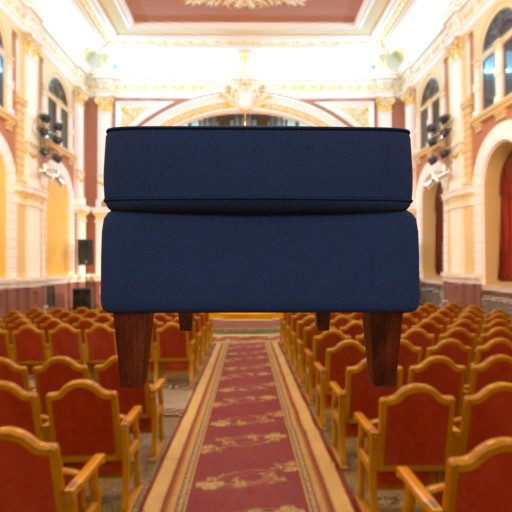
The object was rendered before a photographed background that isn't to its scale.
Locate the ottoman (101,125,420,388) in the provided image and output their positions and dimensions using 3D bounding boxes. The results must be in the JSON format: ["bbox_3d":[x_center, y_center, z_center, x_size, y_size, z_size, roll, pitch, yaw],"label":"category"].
[{"bbox_3d":[0.000,0.000,1.392,0.686,0.584,0.965,0,-1,-1],"label":"ottoman"}]
